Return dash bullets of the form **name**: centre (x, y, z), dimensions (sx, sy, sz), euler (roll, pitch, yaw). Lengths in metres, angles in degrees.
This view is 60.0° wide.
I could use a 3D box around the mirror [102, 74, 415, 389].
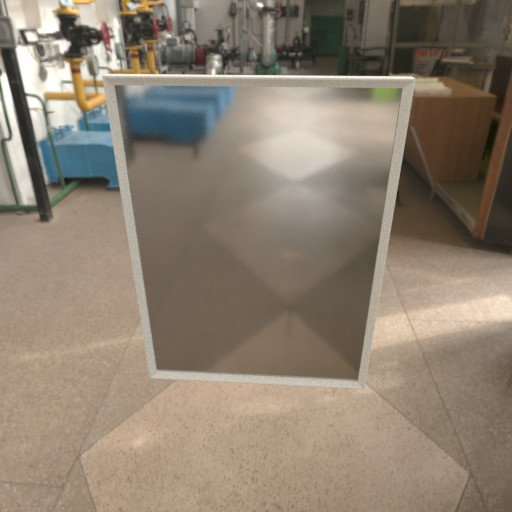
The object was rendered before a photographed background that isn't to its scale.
- **mirror**: centre (0.000, 0.000, 1.340), dimensions (0.762, 1.016, 0.041), euler (2, 29, 3)
